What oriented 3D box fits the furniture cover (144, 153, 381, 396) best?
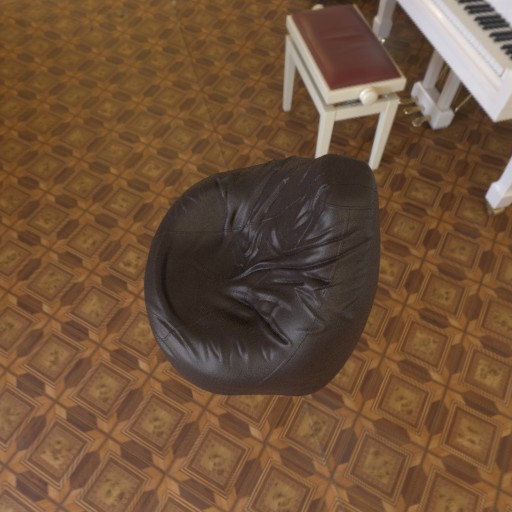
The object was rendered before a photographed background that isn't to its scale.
[{"bbox_3d":[0.000,0.000,1.925,1.070,0.990,1.070,-3,58,-2],"label":"furniture cover"}]
